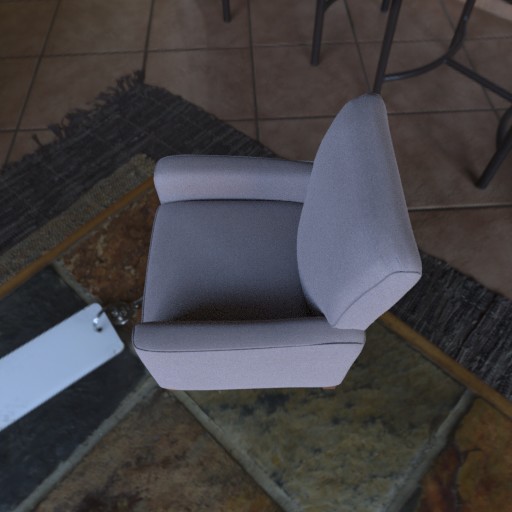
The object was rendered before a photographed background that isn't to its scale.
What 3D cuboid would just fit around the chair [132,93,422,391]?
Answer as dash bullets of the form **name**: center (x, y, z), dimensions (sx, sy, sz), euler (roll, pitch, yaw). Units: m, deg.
- **chair**: center (0.000, 0.000, 1.688), dimensions (0.859, 1.023, 0.845), euler (-1, 59, 0)
